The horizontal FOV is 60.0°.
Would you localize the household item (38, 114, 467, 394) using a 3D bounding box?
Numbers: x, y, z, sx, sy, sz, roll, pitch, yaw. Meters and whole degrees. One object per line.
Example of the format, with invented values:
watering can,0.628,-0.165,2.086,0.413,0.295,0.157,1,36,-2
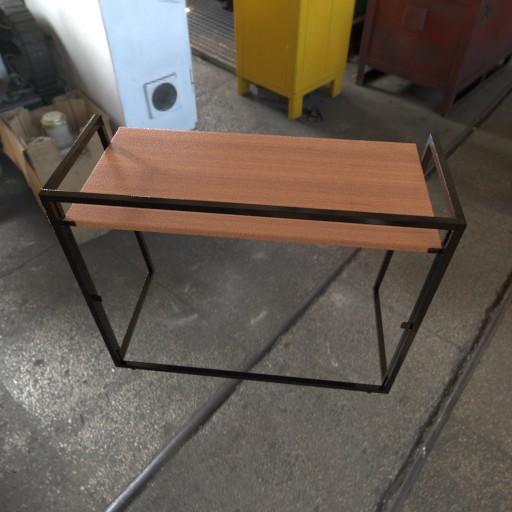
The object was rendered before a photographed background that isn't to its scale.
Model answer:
household item,0.000,0.000,1.556,1.050,0.860,0.510,4,47,4
